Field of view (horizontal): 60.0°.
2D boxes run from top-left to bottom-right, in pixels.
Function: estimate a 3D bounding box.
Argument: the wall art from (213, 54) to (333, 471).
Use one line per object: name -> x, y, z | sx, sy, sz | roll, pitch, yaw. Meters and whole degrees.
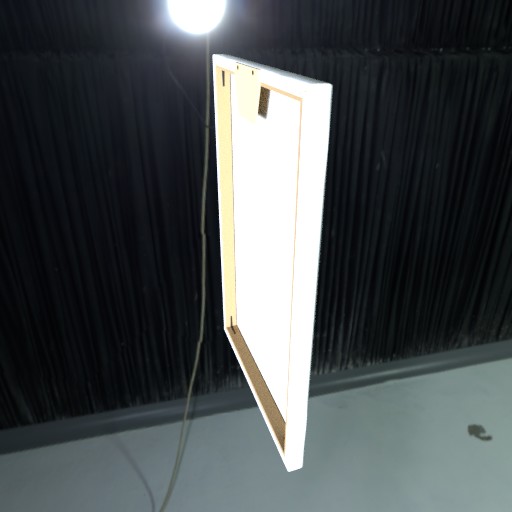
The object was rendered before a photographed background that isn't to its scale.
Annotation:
wall art -> 0.000, 0.000, 1.135 | 0.048, 0.902, 0.602 | -9, 30, -16
